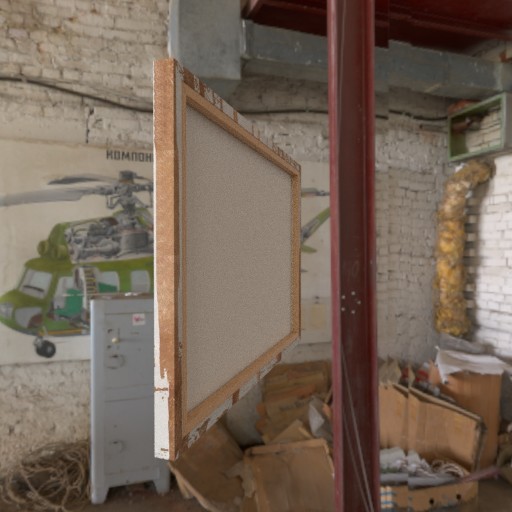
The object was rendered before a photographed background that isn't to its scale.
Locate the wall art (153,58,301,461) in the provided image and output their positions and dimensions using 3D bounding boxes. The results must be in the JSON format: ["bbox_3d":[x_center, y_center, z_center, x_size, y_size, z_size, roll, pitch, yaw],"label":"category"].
[{"bbox_3d":[0.000,0.000,1.109,0.035,0.609,0.914,0,1,18],"label":"wall art"}]
